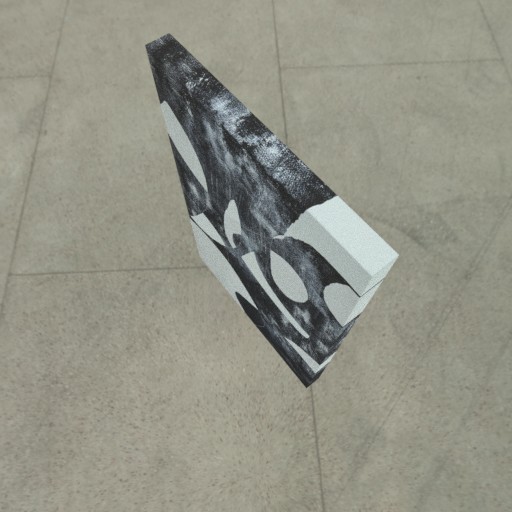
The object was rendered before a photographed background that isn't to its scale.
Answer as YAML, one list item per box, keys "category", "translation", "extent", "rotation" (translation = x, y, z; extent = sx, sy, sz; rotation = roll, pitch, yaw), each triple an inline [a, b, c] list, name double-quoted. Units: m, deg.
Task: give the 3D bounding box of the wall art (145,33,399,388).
- category: "wall art"
  translation: [0.000, 0.000, 0.769]
  extent: [0.039, 0.610, 0.407]
  rotation: [-35, 69, -16]
